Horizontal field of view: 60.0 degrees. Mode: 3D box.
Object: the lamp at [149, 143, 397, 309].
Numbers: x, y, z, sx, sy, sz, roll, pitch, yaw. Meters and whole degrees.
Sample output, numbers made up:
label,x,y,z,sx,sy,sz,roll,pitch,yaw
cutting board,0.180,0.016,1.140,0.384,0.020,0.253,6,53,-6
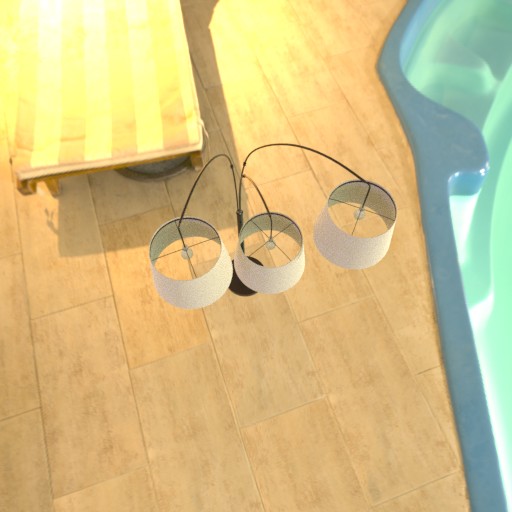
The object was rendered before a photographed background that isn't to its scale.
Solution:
label,x,y,z,sx,sy,sz,roll,pitch,yaw
lamp,0.000,0.000,2.439,0.951,1.950,0.924,-12,65,-6
